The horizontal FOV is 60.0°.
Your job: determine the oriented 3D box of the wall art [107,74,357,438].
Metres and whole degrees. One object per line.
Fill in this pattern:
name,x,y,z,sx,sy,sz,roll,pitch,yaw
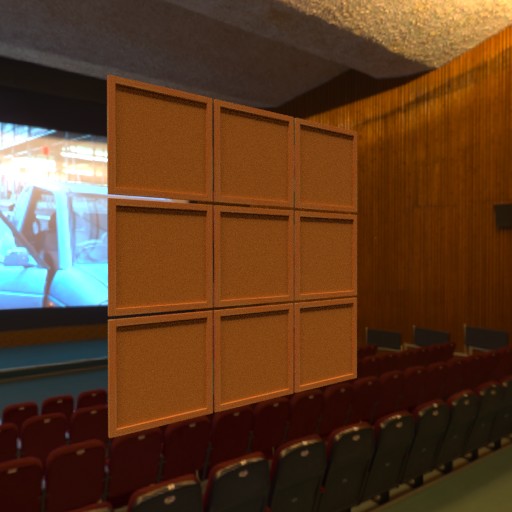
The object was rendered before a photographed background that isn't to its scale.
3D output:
wall art,0.000,0.000,1.378,0.911,0.910,0.012,0,1,-36
